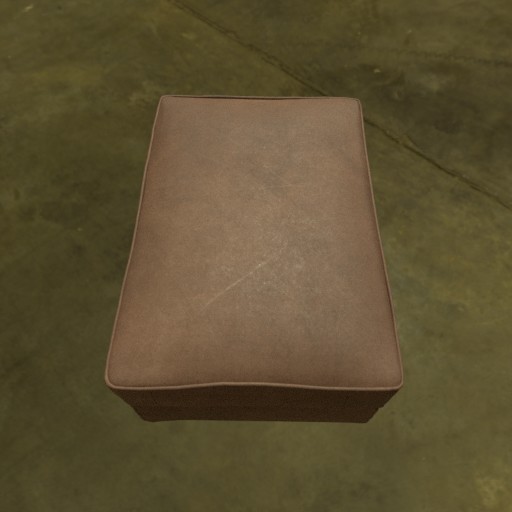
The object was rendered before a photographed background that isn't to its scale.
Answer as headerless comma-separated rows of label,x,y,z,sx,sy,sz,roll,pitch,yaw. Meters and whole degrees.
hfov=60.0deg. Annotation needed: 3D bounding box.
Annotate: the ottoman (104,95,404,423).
ottoman,0.000,0.000,1.218,0.596,0.481,0.860,1,58,0
